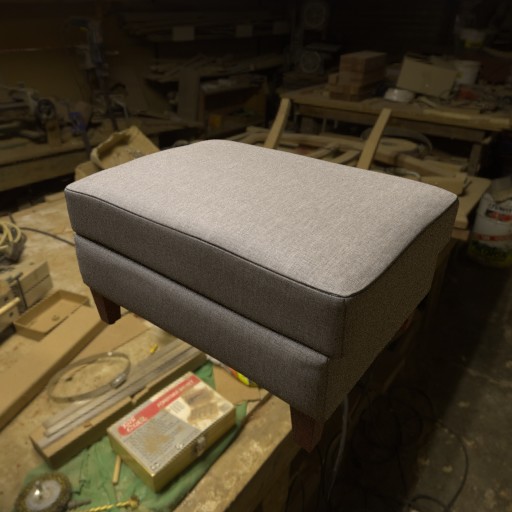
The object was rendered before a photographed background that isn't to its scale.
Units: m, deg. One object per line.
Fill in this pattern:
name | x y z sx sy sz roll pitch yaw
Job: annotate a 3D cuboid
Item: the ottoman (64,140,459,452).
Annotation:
ottoman | 0.000 0.000 1.242 0.873 0.494 0.639 21 36 32
